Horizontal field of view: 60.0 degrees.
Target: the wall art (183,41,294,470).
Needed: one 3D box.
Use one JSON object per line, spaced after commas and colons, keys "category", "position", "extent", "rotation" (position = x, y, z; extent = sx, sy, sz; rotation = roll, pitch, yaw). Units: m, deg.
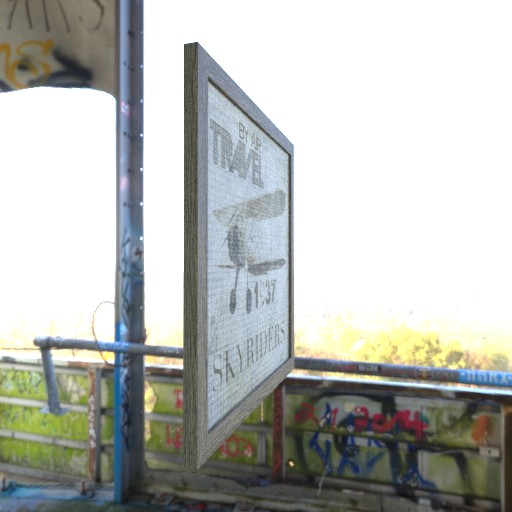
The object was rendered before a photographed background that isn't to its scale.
{"category": "wall art", "position": [0.000, 0.000, 0.770], "extent": [0.019, 0.508, 0.508], "rotation": [0, 0, 18]}
